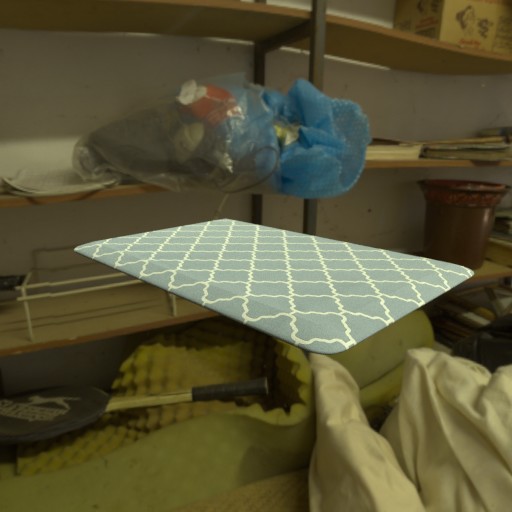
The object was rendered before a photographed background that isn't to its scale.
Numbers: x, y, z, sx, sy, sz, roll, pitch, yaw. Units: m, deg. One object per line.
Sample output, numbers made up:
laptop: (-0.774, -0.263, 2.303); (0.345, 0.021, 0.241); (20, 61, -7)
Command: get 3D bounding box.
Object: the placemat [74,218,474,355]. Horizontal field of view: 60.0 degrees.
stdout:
placemat: (0.000, 0.000, 0.972); (0.762, 0.021, 0.508); (15, 21, 43)
